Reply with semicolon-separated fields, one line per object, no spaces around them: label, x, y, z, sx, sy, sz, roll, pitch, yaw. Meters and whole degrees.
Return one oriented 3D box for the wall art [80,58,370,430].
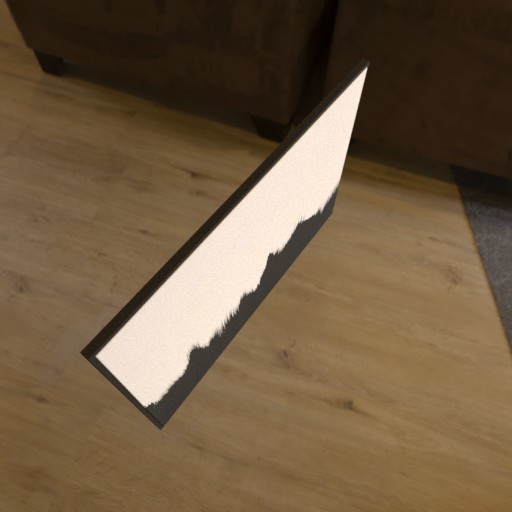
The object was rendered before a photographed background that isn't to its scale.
wall art;0.000;0.000;1.496;0.028;0.805;1.190;32;64;18
